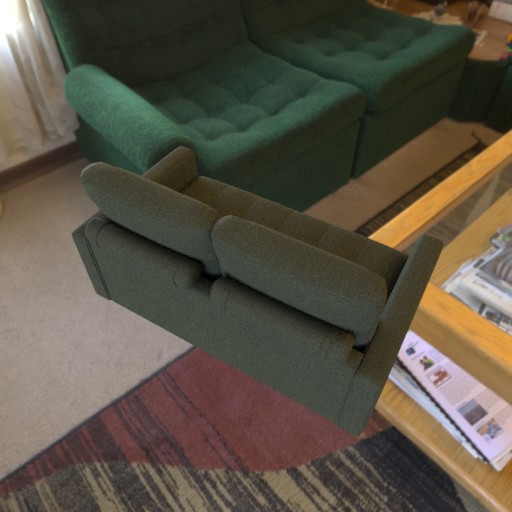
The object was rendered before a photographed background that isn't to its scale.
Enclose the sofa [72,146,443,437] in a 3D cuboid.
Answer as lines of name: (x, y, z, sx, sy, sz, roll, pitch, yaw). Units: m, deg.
sofa: (0.000, 0.000, 1.974, 1.407, 0.907, 0.842, 24, 52, 20)
